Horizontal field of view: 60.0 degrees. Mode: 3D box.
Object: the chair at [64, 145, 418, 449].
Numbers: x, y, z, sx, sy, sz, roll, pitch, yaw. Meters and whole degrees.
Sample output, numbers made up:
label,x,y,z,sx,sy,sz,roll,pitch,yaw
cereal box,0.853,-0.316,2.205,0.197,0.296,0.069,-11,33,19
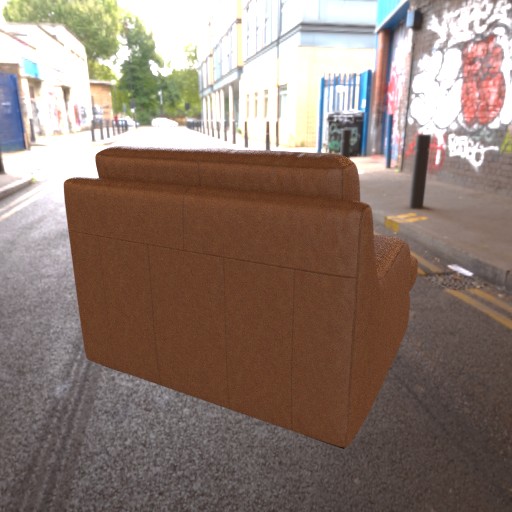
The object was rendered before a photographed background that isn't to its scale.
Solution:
label,x,y,z,sx,sy,sz,roll,pitch,yaw
chair,0.000,0.000,1.980,1.276,0.978,1.050,9,20,27
